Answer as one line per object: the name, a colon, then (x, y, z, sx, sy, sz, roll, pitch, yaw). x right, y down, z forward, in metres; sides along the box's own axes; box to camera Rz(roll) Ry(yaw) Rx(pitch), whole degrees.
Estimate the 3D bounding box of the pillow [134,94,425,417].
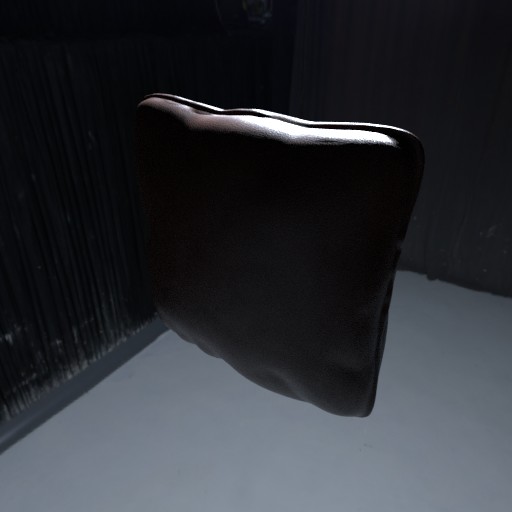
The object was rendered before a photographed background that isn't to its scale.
pillow: (0.000, 0.000, 0.804, 0.532, 0.523, 0.236, 20, 35, 31)
